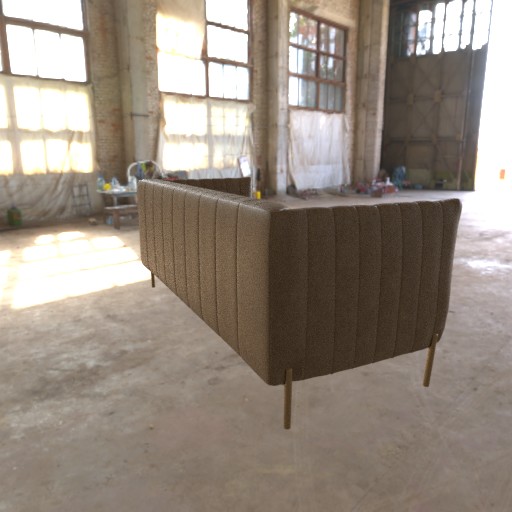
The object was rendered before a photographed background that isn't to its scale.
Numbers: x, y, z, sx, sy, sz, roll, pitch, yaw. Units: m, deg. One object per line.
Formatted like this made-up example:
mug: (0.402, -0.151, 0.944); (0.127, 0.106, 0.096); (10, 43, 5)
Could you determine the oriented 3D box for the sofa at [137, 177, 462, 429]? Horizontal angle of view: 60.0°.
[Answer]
sofa: (0.000, 0.000, 2.450); (0.876, 0.779, 1.980); (-6, 14, -26)
